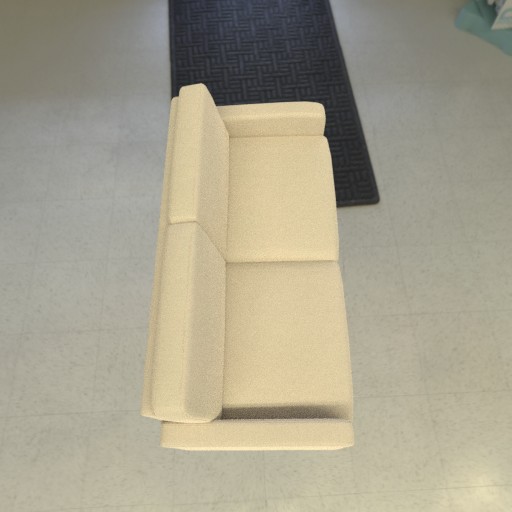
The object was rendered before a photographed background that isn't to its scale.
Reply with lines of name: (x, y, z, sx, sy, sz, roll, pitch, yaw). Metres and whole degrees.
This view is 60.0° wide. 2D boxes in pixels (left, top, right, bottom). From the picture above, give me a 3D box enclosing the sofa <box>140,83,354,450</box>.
sofa: (0.000, 0.000, 2.273, 0.894, 0.831, 1.808, 0, 65, 0)
